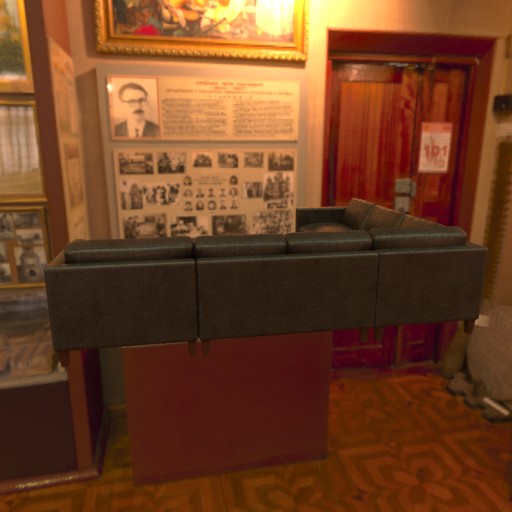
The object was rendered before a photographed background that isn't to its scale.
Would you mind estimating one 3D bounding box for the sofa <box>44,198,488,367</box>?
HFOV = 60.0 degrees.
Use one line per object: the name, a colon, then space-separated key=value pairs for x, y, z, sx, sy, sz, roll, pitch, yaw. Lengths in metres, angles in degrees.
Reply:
sofa: x=0.000 y=0.000 z=4.466 sx=3.324 sy=0.891 sz=2.452 roll=-3 pitch=15 yaw=-10
